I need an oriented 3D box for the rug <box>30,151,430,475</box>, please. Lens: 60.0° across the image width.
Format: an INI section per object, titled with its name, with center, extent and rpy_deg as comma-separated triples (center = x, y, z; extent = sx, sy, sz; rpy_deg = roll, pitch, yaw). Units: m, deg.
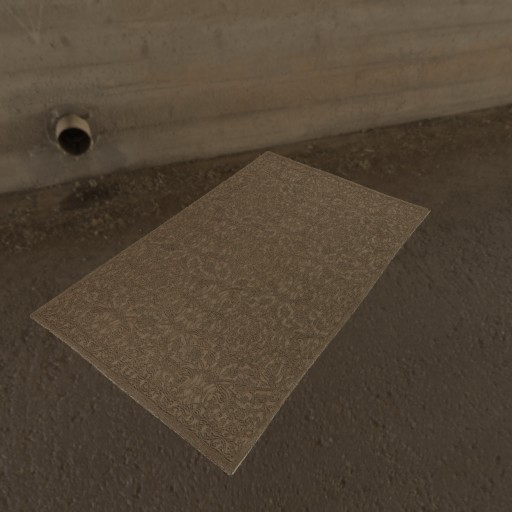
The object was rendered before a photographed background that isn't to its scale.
[rug]
center = 0.000, 0.000, 2.995
extent = 1.529, 0.012, 2.435
rpy_deg = 26, 48, 26
